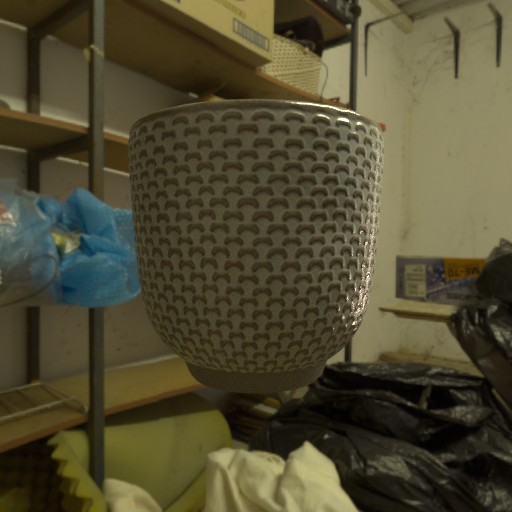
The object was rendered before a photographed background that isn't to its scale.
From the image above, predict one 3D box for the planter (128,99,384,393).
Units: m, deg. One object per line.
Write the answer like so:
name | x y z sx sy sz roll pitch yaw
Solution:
planter | 0.000 0.000 0.357 0.197 0.191 0.197 0 2 0
